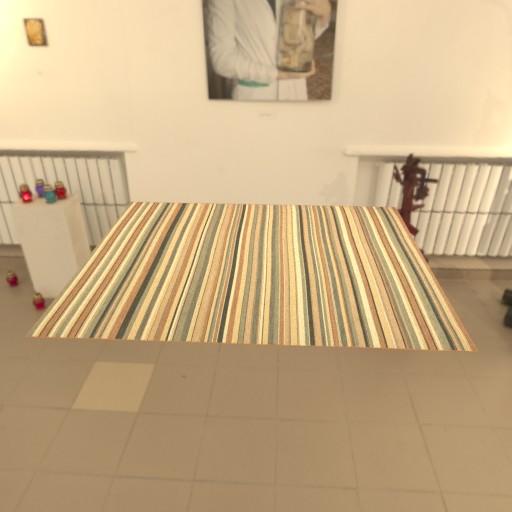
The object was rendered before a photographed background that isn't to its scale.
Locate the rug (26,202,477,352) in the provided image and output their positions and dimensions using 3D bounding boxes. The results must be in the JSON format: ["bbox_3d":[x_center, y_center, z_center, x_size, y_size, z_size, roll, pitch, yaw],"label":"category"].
[{"bbox_3d":[0.000,0.000,4.036,3.045,0.011,2.436,1,29,3],"label":"rug"}]
